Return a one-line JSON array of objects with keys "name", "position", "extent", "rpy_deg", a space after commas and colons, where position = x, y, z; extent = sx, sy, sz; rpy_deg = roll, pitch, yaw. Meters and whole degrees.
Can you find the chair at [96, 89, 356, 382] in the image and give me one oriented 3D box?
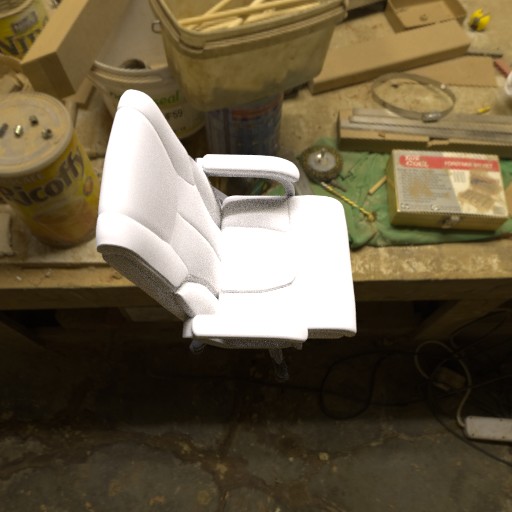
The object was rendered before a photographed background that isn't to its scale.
[{"name": "chair", "position": [0.000, 0.000, 1.562], "extent": [0.738, 1.120, 0.687], "rpy_deg": [0, 64, 0]}]
